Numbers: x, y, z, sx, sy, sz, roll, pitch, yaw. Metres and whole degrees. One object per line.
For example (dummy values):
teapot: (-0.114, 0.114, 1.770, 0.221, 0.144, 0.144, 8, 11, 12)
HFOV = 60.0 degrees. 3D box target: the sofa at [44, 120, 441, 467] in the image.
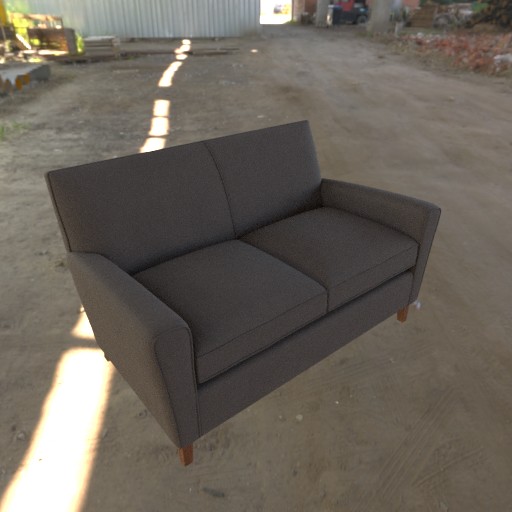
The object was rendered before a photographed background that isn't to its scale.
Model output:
sofa: (0.000, 0.000, 1.932, 1.420, 0.846, 0.871, -22, 36, -33)
